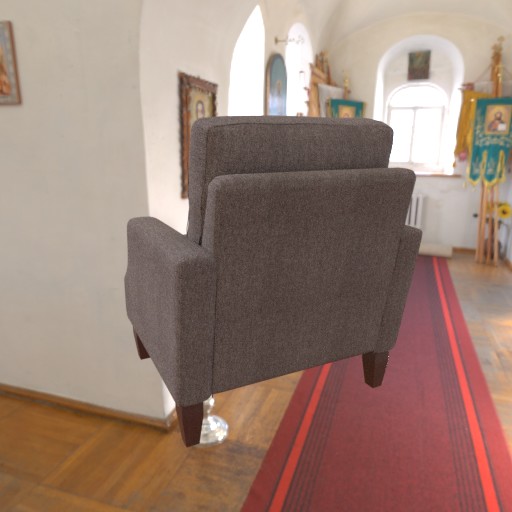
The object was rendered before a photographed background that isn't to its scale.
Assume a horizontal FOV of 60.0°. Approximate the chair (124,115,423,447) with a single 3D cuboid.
[{"bbox_3d":[0.000,0.000,1.676,0.855,0.993,0.897,-8,17,-26],"label":"chair"}]
